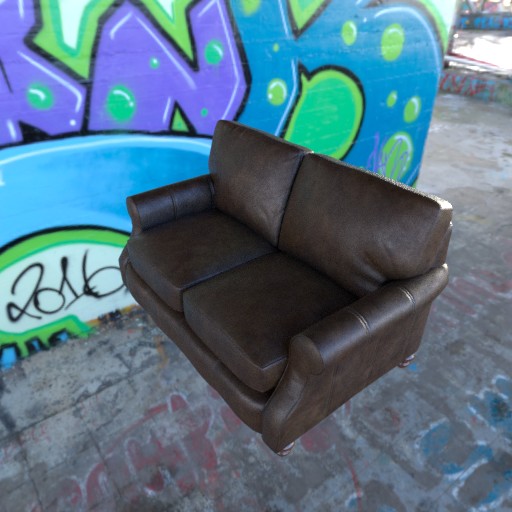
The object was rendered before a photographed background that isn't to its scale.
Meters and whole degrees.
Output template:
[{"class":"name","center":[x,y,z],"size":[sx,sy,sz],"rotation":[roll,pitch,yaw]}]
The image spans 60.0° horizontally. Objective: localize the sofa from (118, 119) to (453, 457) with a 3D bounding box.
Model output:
[{"class":"sofa","center":[0.000,0.000,2.236],"size":[0.990,0.976,1.616],"rotation":[-22,39,-31]}]
